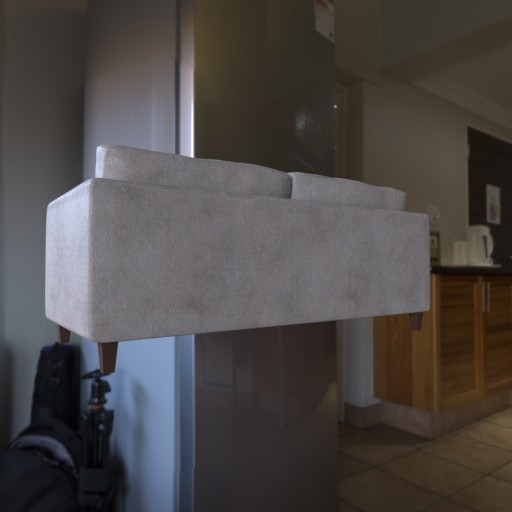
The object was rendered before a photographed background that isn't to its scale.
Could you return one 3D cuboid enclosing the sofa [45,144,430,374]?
[{"bbox_3d":[0.000,0.000,2.687,2.208,0.965,0.951,1,-2,-35],"label":"sofa"}]
